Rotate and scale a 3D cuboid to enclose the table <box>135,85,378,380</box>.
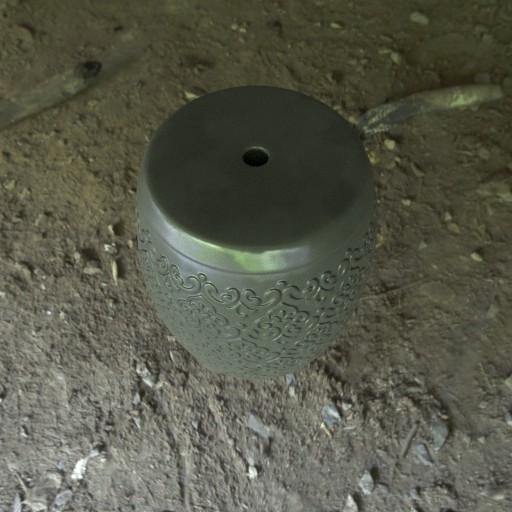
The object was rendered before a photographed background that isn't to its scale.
[{"bbox_3d":[0.000,0.000,0.626,0.309,0.397,0.309,0,58,0],"label":"table"}]
